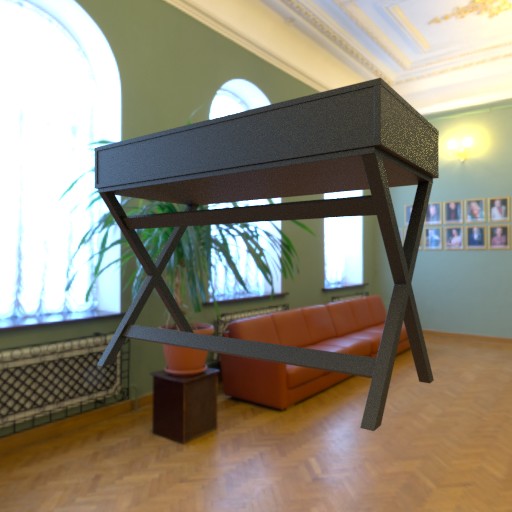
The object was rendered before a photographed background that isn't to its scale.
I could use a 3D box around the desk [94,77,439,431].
[{"bbox_3d":[0.000,0.000,1.495,1.057,0.780,0.525,0,0,36],"label":"desk"}]
